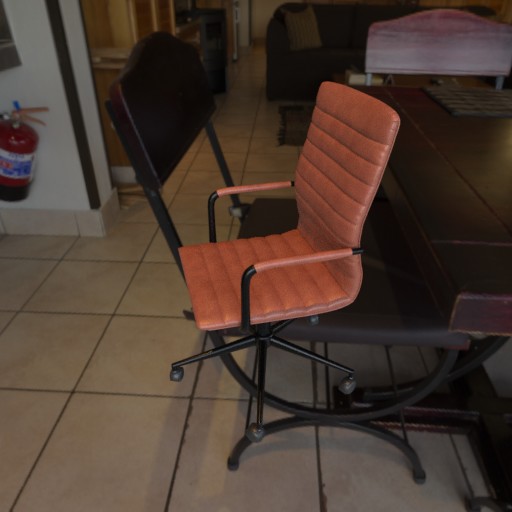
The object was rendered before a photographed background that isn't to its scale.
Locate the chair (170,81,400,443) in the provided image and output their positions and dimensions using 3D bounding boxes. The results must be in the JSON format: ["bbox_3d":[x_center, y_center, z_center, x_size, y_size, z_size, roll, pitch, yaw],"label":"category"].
[{"bbox_3d":[0.000,0.000,1.282,0.578,0.878,0.600,-8,32,-13],"label":"chair"}]
